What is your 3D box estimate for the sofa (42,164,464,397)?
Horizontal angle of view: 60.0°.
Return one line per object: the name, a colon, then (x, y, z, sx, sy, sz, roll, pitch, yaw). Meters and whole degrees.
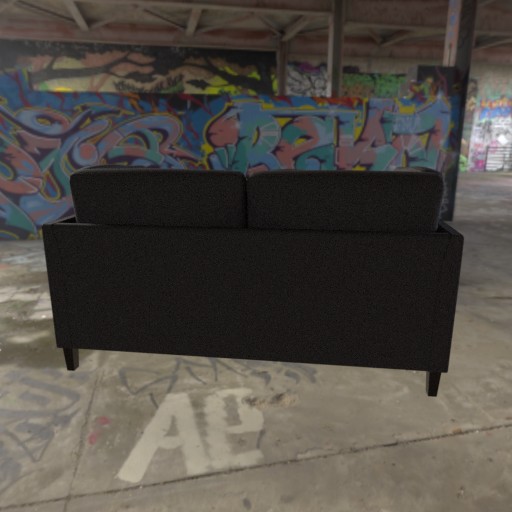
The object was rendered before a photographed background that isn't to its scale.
sofa: (0.000, 0.000, 2.276, 1.751, 0.920, 0.969, 2, 15, 7)
